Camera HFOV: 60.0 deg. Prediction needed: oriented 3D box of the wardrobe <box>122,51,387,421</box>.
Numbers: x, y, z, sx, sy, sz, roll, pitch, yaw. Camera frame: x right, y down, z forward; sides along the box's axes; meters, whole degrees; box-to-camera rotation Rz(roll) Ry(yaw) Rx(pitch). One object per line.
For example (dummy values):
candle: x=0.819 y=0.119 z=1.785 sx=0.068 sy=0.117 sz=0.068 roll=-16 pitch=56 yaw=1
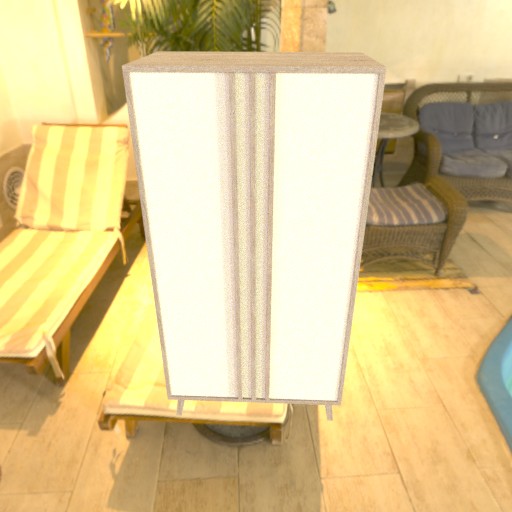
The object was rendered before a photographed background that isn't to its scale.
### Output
wardrobe: x=0.000 y=0.000 z=2.395 sx=1.000 sy=1.960 sz=0.600 roll=1 pitch=30 yaw=2
